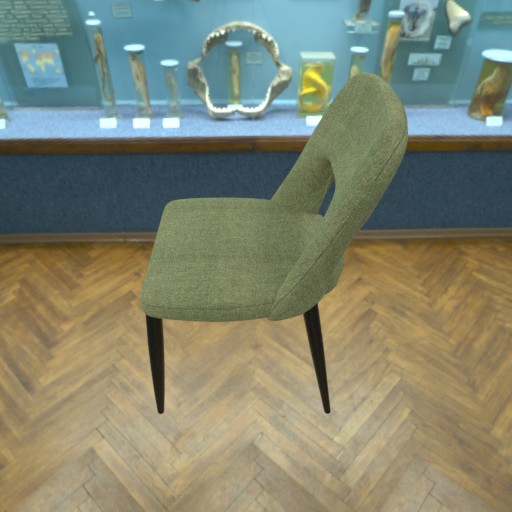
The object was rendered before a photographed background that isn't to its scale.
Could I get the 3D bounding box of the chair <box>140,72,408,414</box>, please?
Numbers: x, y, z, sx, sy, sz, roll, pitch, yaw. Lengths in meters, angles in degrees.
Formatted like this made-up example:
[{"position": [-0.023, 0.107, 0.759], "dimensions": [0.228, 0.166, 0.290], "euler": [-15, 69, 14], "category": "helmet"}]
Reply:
[{"position": [0.000, 0.000, 1.243], "dimensions": [0.612, 0.931, 0.470], "euler": [0, 40, 0], "category": "chair"}]
